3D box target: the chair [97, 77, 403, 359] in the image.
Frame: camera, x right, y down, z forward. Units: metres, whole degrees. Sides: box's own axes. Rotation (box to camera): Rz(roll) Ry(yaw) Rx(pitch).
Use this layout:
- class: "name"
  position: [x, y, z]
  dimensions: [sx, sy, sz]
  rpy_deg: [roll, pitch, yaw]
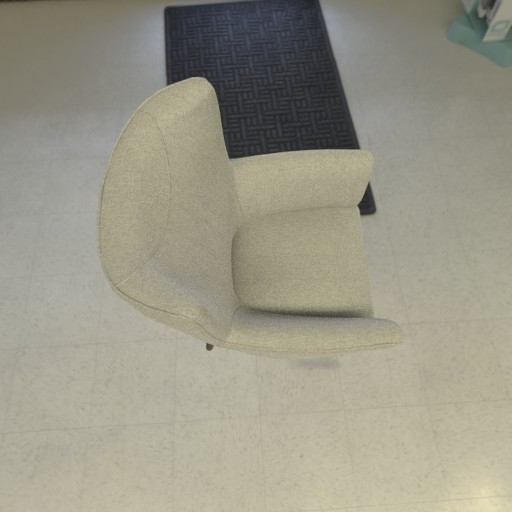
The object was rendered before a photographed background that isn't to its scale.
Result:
- class: "chair"
  position: [0.000, 0.000, 1.603]
  dimensions: [0.888, 0.933, 0.781]
  rpy_deg: [-1, 64, 0]
